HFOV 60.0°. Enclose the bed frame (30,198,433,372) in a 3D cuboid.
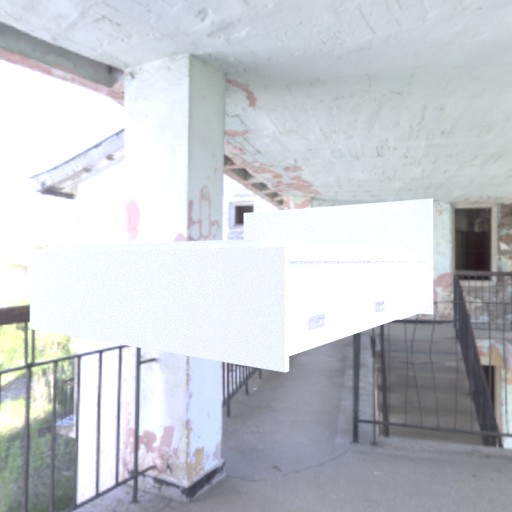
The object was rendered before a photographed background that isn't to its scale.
[{"bbox_3d":[0.000,0.000,2.742,1.622,0.800,1.960,0,-1,35],"label":"bed frame"}]
